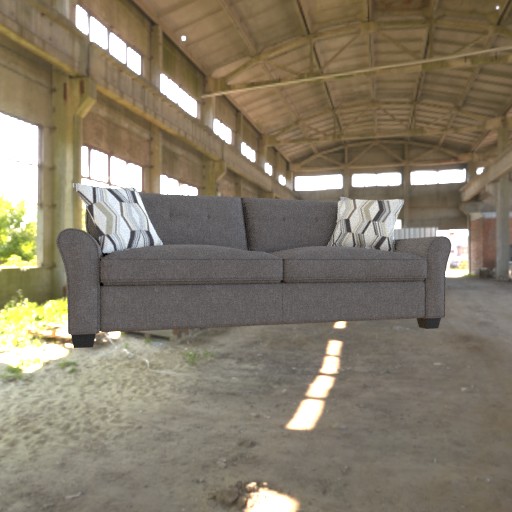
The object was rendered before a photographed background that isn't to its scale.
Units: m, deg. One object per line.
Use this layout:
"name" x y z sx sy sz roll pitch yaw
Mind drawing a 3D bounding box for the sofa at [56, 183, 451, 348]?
"sofa" 0.000 0.000 2.573 2.032 0.813 0.889 0 -1 -18
